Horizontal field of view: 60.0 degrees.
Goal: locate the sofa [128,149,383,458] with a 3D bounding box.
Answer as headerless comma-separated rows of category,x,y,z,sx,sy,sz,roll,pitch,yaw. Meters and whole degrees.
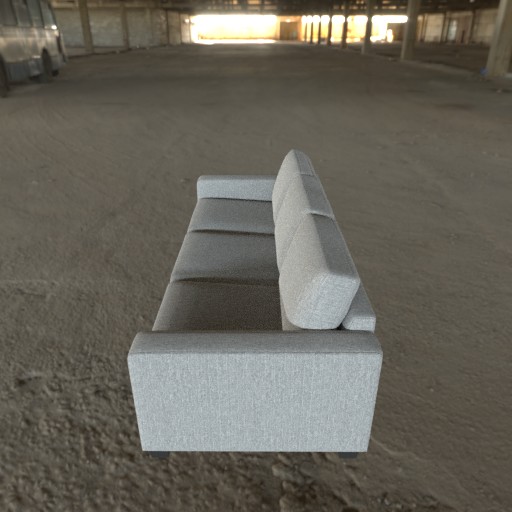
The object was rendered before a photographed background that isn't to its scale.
sofa,0.000,0.000,2.521,0.900,0.800,2.120,0,27,0
